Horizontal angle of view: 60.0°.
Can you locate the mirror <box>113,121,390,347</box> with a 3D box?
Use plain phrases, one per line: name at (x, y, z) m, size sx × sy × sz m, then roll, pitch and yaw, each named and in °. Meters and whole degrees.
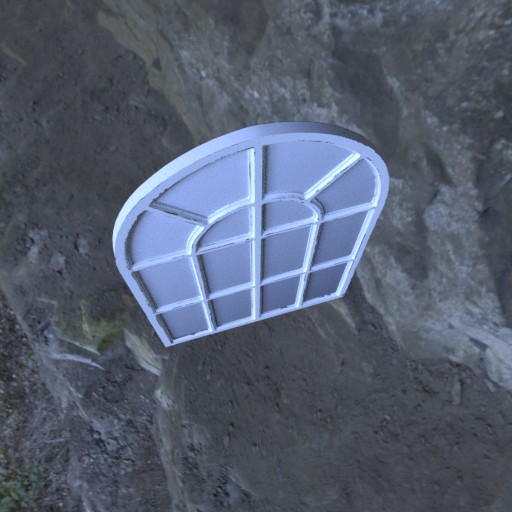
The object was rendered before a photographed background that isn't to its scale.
mirror at (0.000, 0.000, 1.176) m, size 0.660 × 0.920 × 0.032 m, roll -15°, pitch 63°, yaw -8°
